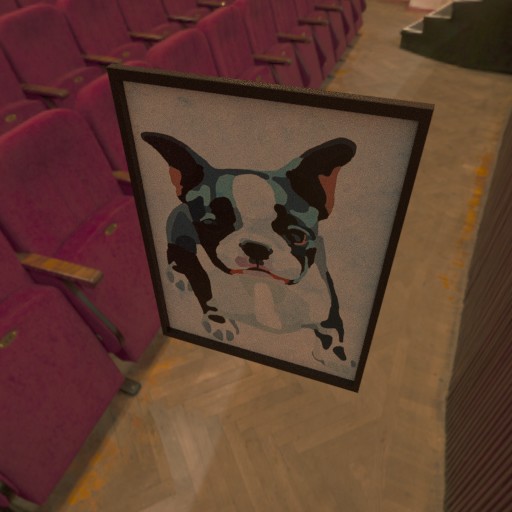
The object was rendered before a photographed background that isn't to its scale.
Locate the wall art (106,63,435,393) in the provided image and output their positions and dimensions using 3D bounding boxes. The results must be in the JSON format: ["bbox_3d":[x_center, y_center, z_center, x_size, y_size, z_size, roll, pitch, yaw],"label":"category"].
[{"bbox_3d":[0.000,0.000,1.338,0.774,1.027,0.030,13,42,15],"label":"wall art"}]
